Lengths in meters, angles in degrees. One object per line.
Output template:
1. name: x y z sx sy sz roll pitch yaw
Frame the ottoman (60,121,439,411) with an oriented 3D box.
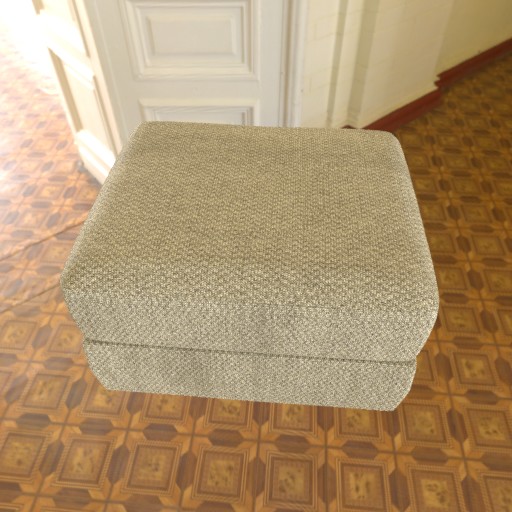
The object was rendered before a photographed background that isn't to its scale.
1. ottoman: 0.000 0.000 1.127 0.751 0.476 0.603 3 47 3
